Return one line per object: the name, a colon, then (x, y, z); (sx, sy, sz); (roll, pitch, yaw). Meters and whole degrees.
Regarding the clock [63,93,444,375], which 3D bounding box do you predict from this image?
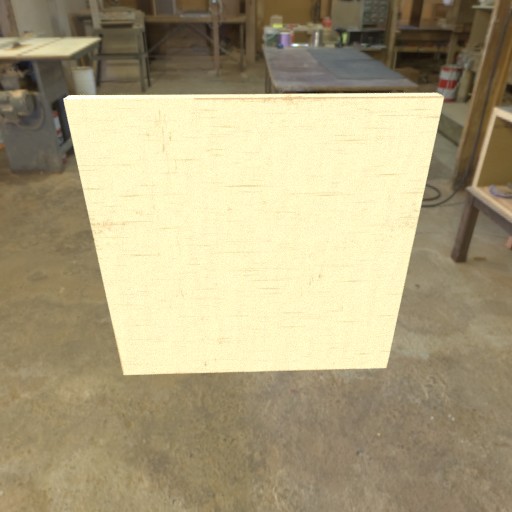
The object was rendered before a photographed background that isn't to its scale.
clock: (0.000, 0.000, 1.016); (0.705, 0.705, 0.032); (-1, 31, -2)
